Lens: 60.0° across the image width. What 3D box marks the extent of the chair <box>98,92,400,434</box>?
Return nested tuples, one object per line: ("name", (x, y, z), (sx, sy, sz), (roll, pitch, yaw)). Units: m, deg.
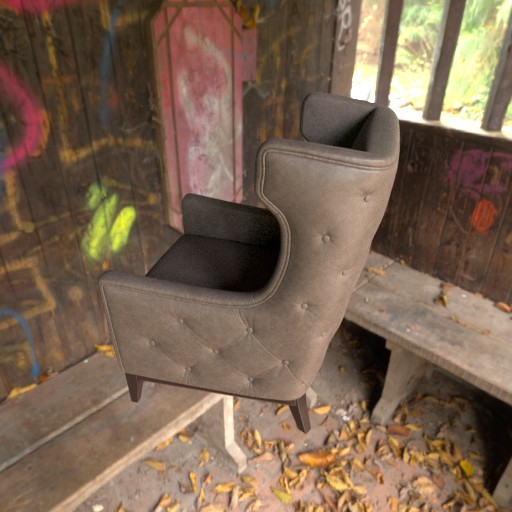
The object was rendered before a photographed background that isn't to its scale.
("chair", (0.000, 0.000, 1.669), (0.899, 1.079, 0.769), (8, 32, 14))
